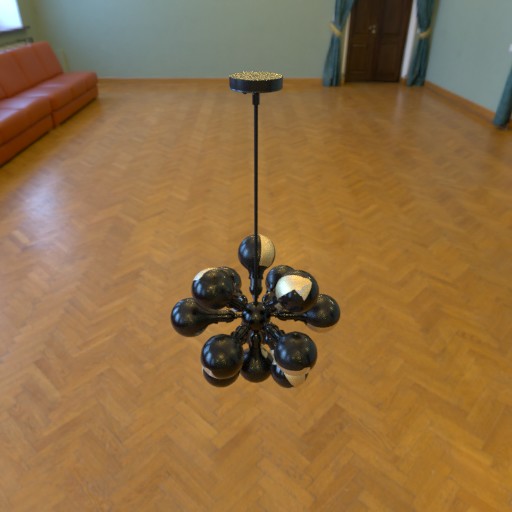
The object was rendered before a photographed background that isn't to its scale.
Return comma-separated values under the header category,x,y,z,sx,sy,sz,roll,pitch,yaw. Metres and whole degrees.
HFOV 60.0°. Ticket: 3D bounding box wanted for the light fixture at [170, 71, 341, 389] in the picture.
category,x,y,z,sx,sy,sz,roll,pitch,yaw
light fixture,0.000,0.000,1.127,0.468,0.859,0.420,-1,31,-2
